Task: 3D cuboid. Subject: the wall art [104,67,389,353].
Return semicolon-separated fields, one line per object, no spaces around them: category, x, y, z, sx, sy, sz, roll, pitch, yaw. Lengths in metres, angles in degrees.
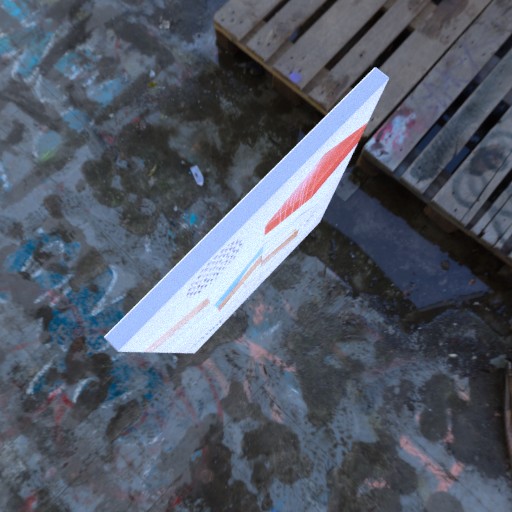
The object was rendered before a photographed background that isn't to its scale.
wall art;0.000;0.000;1.624;0.046;1.221;0.914;43;81;9
